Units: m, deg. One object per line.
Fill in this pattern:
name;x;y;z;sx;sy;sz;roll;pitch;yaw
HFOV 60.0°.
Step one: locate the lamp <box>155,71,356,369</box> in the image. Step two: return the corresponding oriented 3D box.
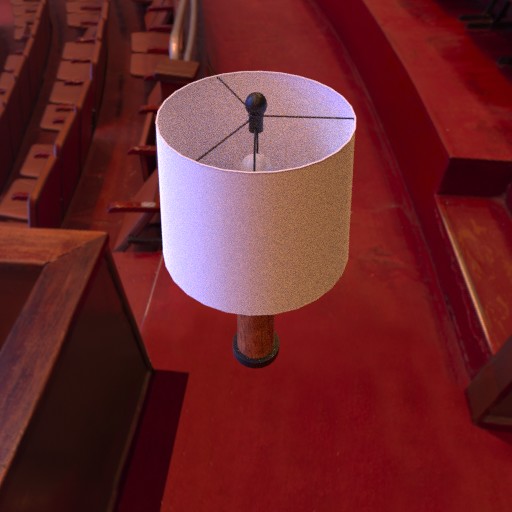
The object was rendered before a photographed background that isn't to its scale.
lamp;0.000;0.000;0.869;0.349;0.667;0.349;0;46;0
